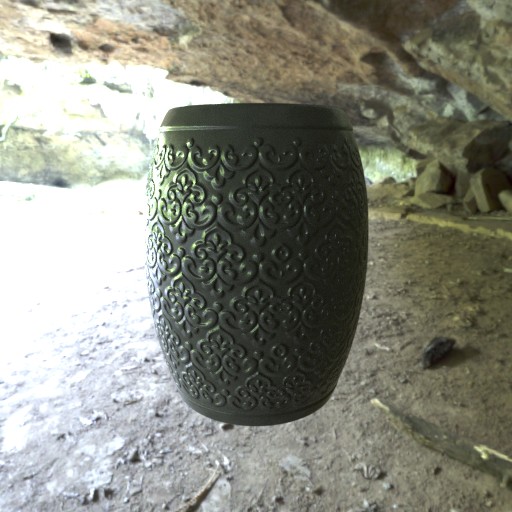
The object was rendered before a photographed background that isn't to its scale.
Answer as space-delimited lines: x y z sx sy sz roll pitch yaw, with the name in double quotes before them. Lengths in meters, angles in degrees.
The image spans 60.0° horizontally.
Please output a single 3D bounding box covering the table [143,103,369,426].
"table" 0.000 0.000 0.632 0.309 0.397 0.309 0 14 0
